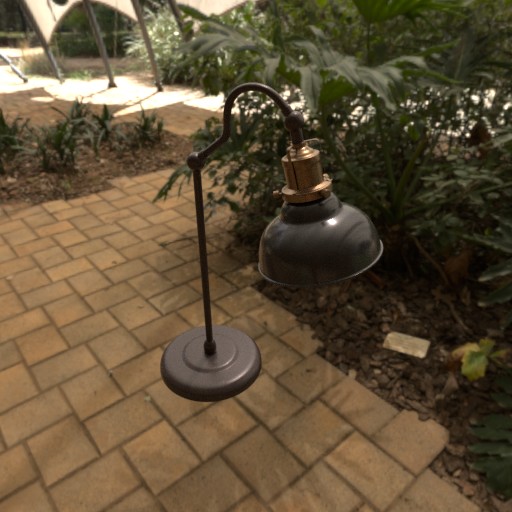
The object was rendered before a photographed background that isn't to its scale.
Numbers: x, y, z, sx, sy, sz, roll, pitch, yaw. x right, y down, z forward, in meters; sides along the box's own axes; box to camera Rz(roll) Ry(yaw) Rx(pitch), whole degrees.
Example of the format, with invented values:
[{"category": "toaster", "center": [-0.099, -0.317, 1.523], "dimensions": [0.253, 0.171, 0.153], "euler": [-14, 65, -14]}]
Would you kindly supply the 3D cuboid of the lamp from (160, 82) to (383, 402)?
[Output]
[{"category": "lamp", "center": [0.000, 0.000, 0.690], "dimensions": [0.374, 0.508, 0.192], "euler": [11, 32, 18]}]
